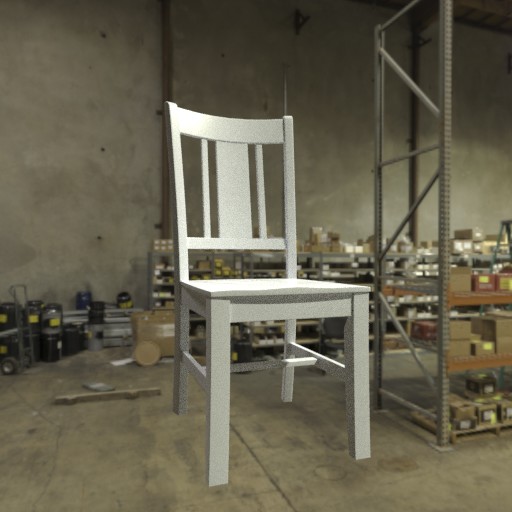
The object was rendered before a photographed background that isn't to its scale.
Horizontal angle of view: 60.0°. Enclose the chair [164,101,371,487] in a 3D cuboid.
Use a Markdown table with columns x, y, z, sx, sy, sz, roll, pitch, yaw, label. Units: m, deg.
| x | y | z | sx | sy | sz | roll | pitch | yaw | label |
| --- | --- | --- | --- | --- | --- | --- | --- | --- | --- |
| 0.000 | 0.000 | 1.278 | 0.450 | 0.998 | 0.555 | 0 | 0 | -20 | chair |
